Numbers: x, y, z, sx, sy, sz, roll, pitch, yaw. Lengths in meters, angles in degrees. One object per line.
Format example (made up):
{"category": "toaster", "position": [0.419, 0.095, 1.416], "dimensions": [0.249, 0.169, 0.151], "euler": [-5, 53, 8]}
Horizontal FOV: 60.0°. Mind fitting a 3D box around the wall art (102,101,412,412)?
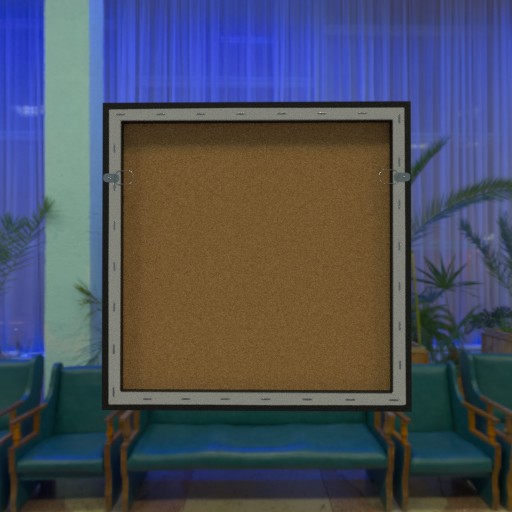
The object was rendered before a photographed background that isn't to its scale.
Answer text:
{"category": "wall art", "position": [0.000, 0.000, 1.106], "dimensions": [0.758, 0.758, 0.044], "euler": [0, -1, 1]}
